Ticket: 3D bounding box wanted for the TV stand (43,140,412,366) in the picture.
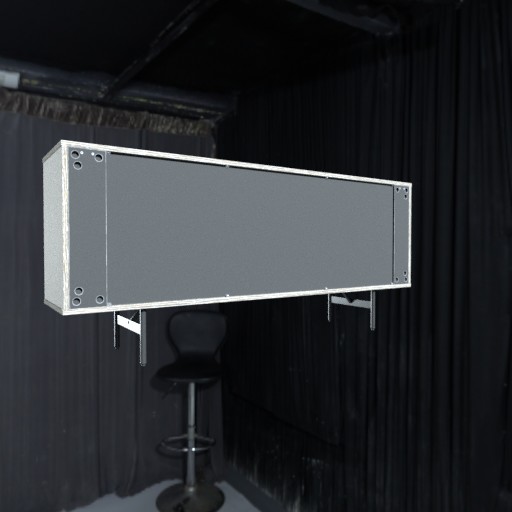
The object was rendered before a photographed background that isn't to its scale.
[{"bbox_3d":[0.000,0.000,2.123,1.804,0.787,0.405,-1,2,-34],"label":"TV stand"}]
